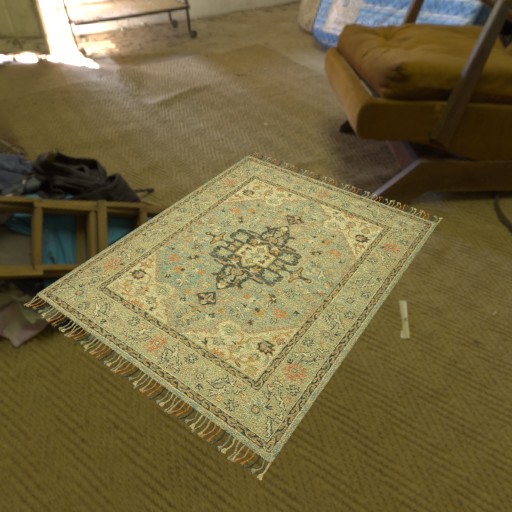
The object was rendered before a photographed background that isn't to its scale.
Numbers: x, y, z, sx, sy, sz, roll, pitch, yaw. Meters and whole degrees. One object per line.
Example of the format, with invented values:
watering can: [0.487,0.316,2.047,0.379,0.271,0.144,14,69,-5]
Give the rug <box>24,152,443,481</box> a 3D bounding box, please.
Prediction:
rug: [0.000,0.000,3.356,1.971,0.010,2.651,26,47,26]
